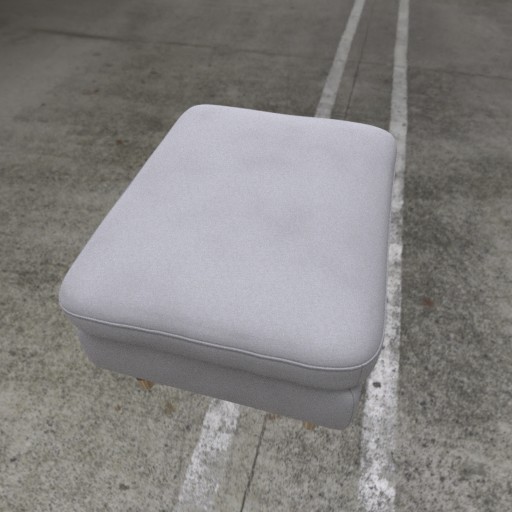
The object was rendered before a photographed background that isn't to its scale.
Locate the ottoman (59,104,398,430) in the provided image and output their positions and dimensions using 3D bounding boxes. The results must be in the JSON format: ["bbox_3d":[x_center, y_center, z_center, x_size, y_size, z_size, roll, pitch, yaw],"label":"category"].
[{"bbox_3d":[0.000,0.000,1.101,0.593,0.478,0.747,11,48,10],"label":"ottoman"}]
